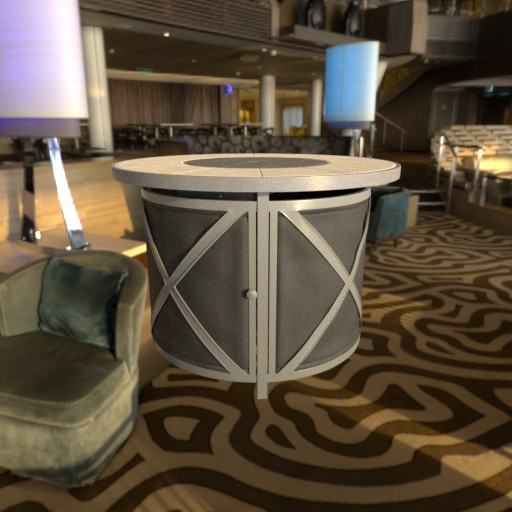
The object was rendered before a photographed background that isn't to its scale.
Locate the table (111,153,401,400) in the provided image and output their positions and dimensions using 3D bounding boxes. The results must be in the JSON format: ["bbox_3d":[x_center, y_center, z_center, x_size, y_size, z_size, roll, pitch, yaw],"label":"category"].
[{"bbox_3d":[0.000,0.000,1.557,0.914,0.650,0.914,0,16,0],"label":"table"}]
